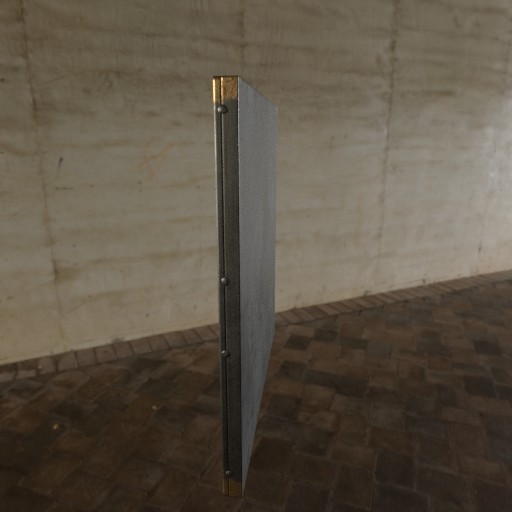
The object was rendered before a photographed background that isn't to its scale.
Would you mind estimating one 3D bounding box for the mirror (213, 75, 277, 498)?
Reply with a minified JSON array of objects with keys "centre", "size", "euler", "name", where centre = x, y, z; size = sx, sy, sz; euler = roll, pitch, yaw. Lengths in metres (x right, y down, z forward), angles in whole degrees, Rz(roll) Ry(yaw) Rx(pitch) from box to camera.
[{"centre":[0.000,0.000,0.562],"size":[0.020,0.381,0.382],"euler":[2,15,7],"name":"mirror"}]
